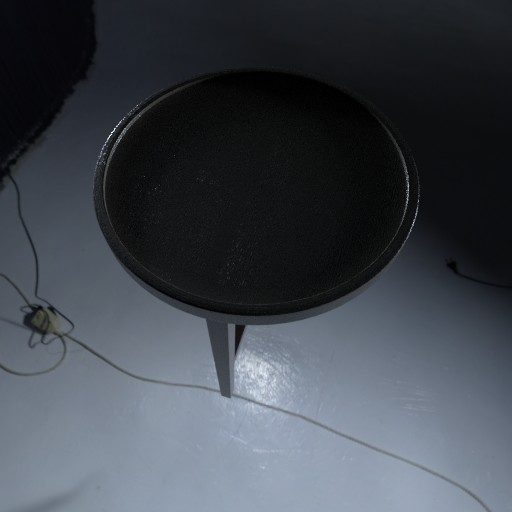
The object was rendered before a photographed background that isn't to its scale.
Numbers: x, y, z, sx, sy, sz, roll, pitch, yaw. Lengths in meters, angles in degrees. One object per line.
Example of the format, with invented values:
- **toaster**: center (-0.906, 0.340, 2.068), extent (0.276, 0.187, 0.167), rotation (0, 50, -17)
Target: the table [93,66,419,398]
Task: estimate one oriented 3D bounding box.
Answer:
- **table**: center (0.000, 0.000, 0.917), extent (0.500, 0.531, 0.500), rotation (0, 59, 0)
